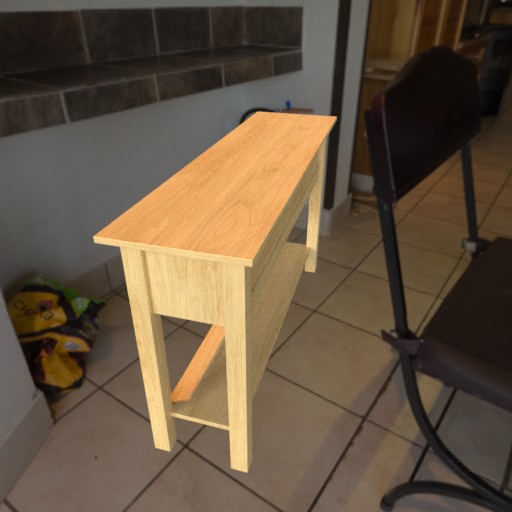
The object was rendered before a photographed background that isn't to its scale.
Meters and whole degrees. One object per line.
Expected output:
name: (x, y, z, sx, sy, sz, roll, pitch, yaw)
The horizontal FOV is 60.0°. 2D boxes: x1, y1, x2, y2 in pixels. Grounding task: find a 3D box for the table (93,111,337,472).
table: (0.000, 0.000, 1.584, 0.350, 0.730, 1.240, 8, 31, 14)
